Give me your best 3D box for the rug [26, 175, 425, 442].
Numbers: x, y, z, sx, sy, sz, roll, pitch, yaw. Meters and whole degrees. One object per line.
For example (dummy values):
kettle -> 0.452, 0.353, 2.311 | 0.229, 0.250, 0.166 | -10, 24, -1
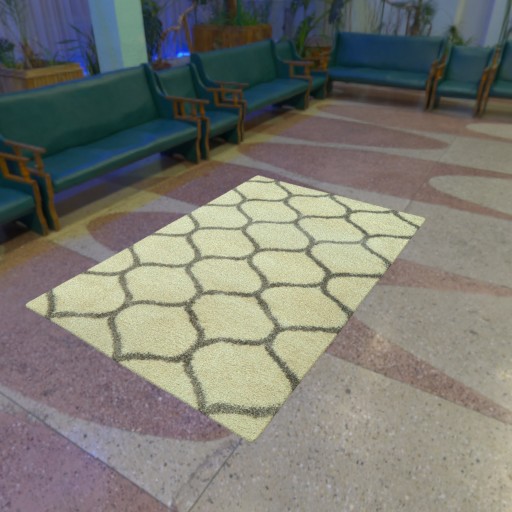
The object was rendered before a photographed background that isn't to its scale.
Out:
rug -> 0.000, 0.000, 3.393 | 1.801, 0.026, 2.701 | 20, 37, 28
